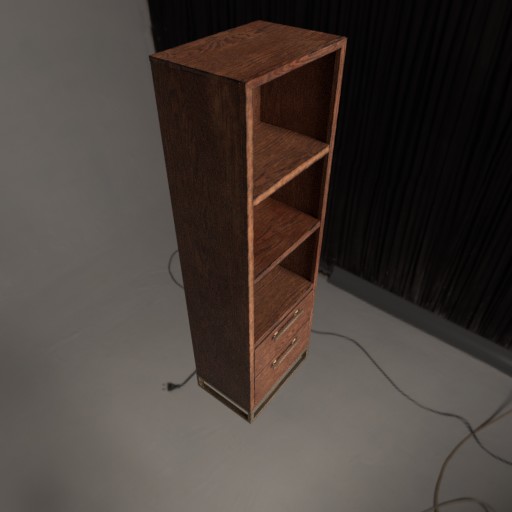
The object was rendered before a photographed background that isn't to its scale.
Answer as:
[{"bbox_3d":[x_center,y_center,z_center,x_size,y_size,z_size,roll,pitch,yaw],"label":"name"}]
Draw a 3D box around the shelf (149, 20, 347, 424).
[{"bbox_3d":[0.000,0.000,1.952,0.395,1.732,0.539,27,48,28],"label":"shelf"}]
